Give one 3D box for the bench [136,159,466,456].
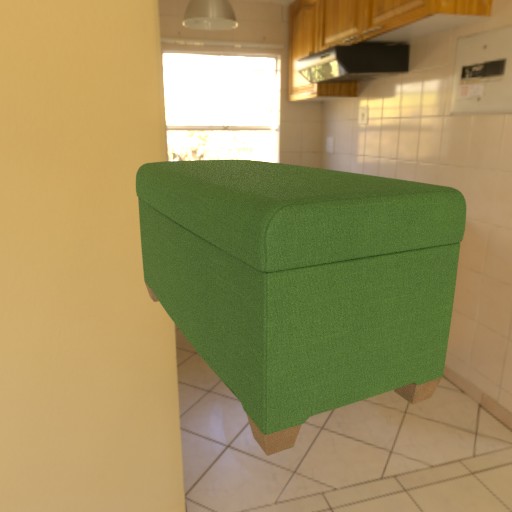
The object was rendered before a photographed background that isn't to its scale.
[{"bbox_3d":[0.000,0.000,1.265,0.505,0.501,0.989,-8,18,-25],"label":"bench"}]
